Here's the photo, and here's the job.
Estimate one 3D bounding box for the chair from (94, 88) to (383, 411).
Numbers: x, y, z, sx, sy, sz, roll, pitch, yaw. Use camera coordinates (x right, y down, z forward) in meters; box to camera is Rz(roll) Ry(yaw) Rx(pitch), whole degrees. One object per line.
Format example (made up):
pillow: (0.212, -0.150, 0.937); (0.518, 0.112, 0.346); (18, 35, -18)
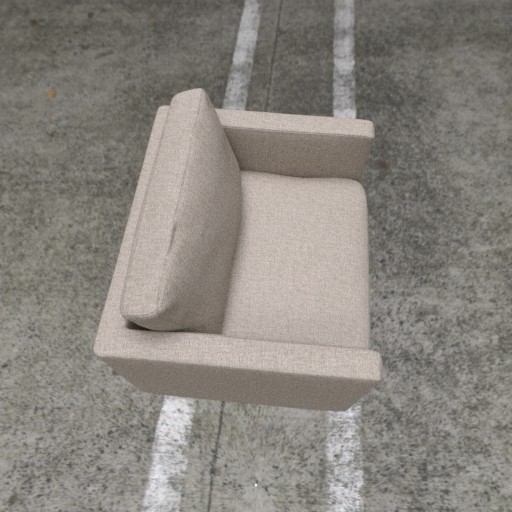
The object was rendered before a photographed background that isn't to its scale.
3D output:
chair: (0.000, 0.000, 1.865); (0.959, 0.961, 1.107); (5, 63, 3)
